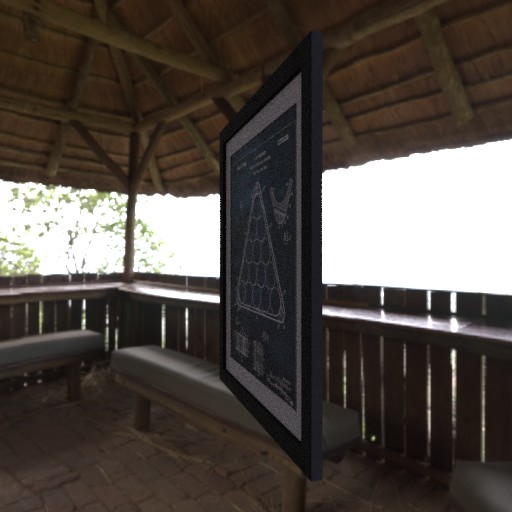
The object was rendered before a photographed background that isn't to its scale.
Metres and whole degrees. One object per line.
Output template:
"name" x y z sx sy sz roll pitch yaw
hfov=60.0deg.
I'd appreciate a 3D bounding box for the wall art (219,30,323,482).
"wall art" 0.000 0.000 0.504 0.010 0.361 0.311 0 0 -18
